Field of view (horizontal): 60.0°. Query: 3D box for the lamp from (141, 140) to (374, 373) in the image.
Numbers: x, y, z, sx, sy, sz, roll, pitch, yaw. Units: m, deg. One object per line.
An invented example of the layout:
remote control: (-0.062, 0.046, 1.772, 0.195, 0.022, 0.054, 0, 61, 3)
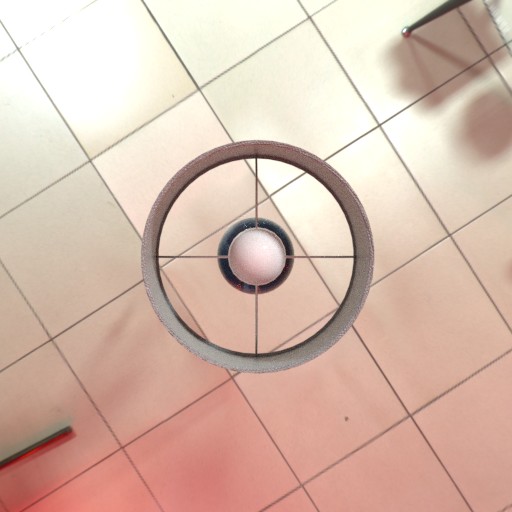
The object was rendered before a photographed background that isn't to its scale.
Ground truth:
lamp: (0.000, 0.000, 0.591, 0.253, 0.428, 0.253, 0, 90, 0)
